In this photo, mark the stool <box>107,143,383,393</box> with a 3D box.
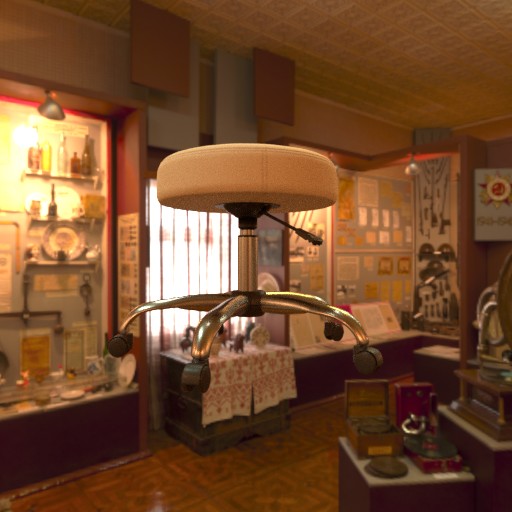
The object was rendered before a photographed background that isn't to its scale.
[{"bbox_3d":[0.000,0.000,1.096,0.614,0.482,0.634,0,0,-38],"label":"stool"}]
